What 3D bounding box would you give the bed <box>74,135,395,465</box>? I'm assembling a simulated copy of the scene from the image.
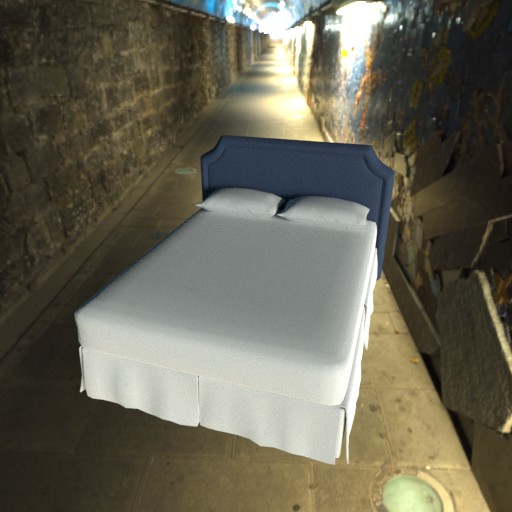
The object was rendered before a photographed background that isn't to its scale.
[{"bbox_3d":[0.000,0.000,3.341,1.831,1.297,2.260,8,28,16],"label":"bed"}]
